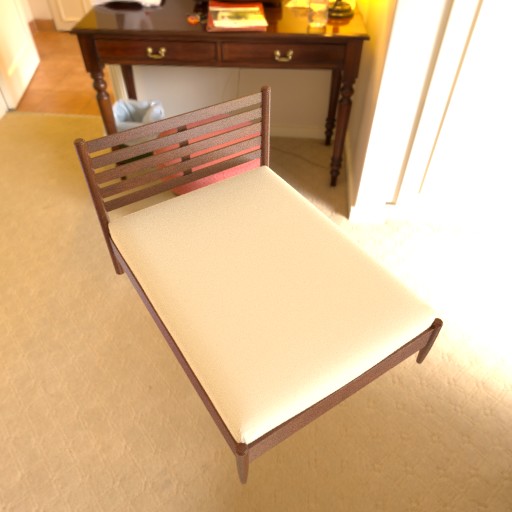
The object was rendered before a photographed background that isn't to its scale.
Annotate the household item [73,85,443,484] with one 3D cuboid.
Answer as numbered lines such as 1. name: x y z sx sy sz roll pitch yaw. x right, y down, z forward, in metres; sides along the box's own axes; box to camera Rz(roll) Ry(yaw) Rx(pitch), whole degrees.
1. household item: 0.000 0.000 3.264 1.663 1.356 2.232 -25 50 -23
